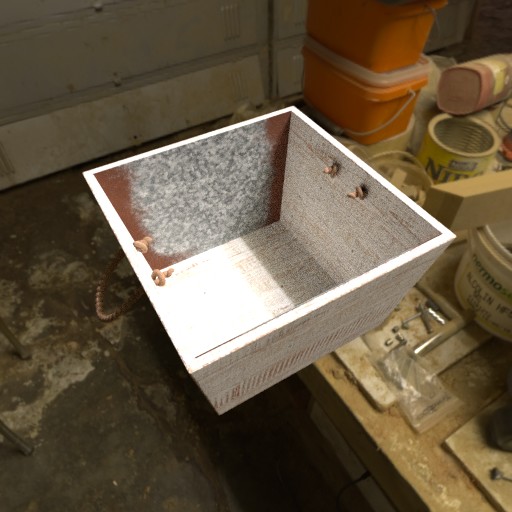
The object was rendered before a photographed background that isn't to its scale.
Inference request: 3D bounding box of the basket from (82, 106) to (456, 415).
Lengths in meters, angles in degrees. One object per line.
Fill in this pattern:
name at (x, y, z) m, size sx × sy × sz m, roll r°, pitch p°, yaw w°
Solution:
basket at (0.000, 0.000, 0.763) m, size 0.545 × 0.247 × 0.413 m, roll -24°, pitch 52°, yaw -20°
